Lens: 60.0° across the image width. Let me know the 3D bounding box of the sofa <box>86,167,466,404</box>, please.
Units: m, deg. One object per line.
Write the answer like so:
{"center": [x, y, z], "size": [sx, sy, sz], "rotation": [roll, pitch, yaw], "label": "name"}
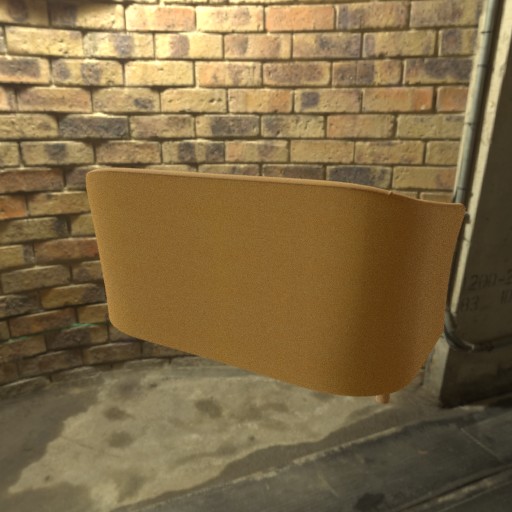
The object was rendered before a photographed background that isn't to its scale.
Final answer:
{"center": [0.000, 0.000, 1.799], "size": [1.452, 0.721, 0.705], "rotation": [9, 19, 28], "label": "sofa"}
